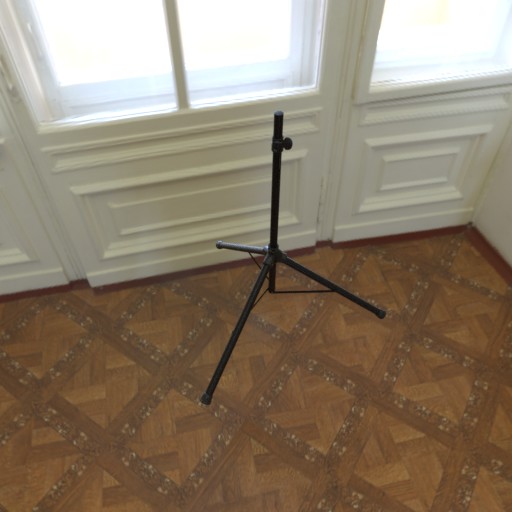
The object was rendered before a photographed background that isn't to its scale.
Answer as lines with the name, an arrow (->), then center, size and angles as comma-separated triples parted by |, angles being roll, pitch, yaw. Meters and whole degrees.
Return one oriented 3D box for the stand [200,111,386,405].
stand -> 0.000, 0.000, 1.830 | 1.045, 1.136, 0.907 | 24, 51, 21
